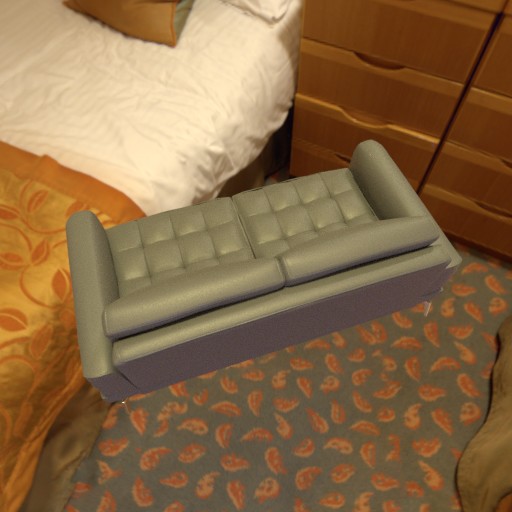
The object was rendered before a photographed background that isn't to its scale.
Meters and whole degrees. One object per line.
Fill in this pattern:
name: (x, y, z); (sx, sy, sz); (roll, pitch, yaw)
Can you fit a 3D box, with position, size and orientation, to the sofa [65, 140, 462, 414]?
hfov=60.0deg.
sofa: (0.000, 0.000, 2.727); (2.177, 0.930, 1.121); (-16, 59, -10)
